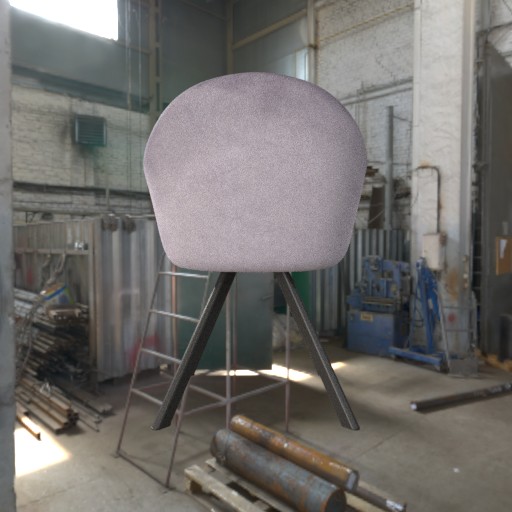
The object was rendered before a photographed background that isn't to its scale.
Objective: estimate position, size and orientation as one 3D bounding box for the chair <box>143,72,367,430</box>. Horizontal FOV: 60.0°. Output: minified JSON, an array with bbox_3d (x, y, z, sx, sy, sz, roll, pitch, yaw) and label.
[{"bbox_3d":[0.000,0.000,1.175,0.570,0.780,0.540,0,2,0],"label":"chair"}]
